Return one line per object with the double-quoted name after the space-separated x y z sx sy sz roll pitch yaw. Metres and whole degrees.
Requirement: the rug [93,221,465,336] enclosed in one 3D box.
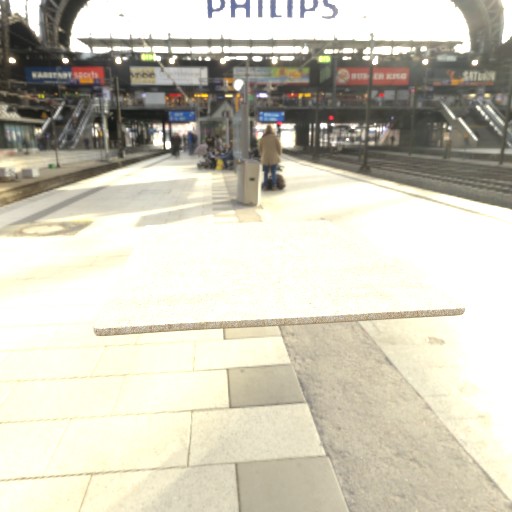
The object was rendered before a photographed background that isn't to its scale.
0.000 0.000 2.145 1.200 0.027 1.600 -2 15 -8 "rug"
